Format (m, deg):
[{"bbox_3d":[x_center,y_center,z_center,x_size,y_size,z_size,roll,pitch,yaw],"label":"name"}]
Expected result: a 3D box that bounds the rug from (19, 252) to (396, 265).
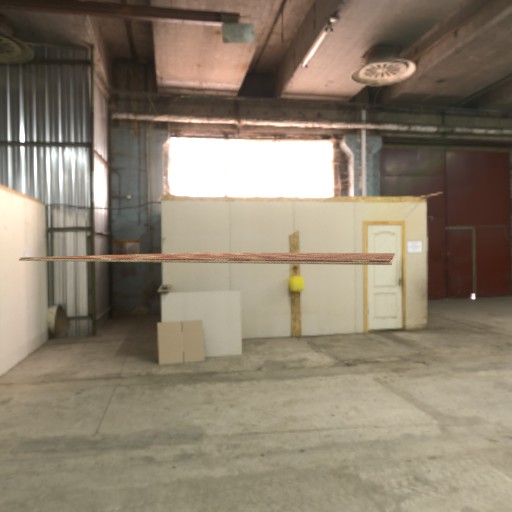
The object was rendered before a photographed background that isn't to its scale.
[{"bbox_3d":[0.000,0.000,4.128,2.466,0.021,3.049,0,1,18],"label":"rug"}]
